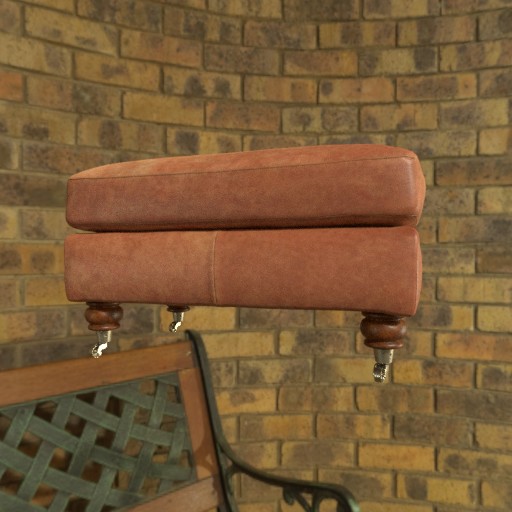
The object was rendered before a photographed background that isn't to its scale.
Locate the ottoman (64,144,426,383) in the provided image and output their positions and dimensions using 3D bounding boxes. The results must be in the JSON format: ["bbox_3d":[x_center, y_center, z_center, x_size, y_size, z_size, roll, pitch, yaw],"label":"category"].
[{"bbox_3d":[0.000,0.000,1.204,0.852,0.507,0.565,0,0,19],"label":"ottoman"}]
